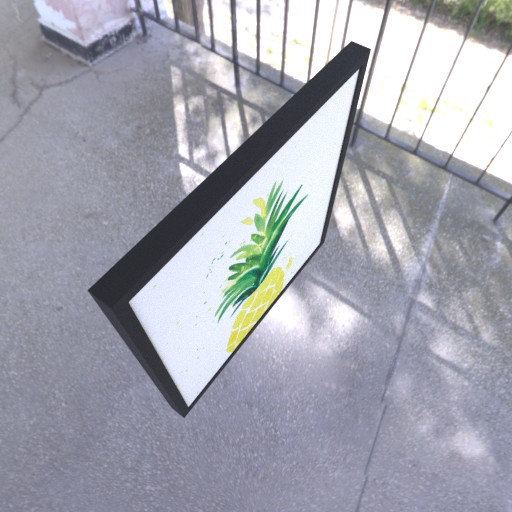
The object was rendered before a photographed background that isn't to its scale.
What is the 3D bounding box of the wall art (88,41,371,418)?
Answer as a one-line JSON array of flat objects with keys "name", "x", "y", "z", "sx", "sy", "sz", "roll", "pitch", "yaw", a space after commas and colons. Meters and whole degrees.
[{"name": "wall art", "x": 0.000, "y": 0.000, "z": 0.752, "sx": 0.033, "sy": 0.507, "sz": 0.508, "roll": 33, "pitch": 64, "yaw": 18}]
